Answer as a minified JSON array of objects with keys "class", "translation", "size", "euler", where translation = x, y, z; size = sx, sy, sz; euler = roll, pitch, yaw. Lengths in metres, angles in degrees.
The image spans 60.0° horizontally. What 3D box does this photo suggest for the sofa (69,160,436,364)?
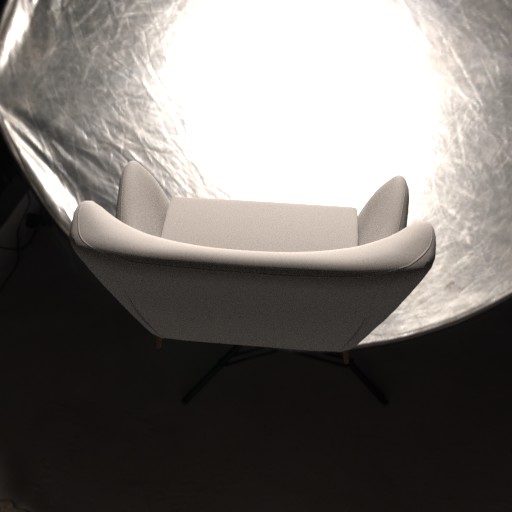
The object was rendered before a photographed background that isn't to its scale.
[{"class":"sofa","translation":[0.000,0.000,2.065],"size":[1.424,0.878,0.921],"euler":[4,47,4]}]
